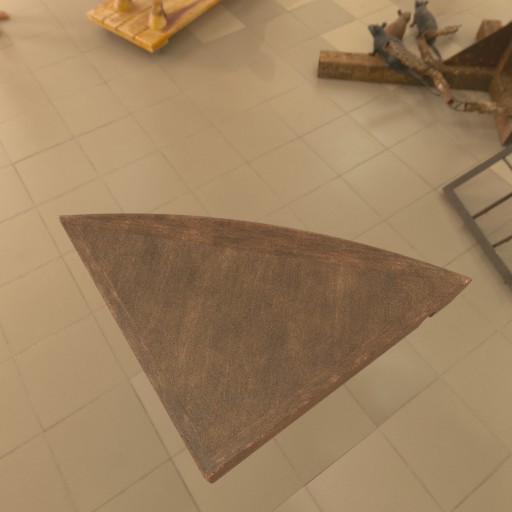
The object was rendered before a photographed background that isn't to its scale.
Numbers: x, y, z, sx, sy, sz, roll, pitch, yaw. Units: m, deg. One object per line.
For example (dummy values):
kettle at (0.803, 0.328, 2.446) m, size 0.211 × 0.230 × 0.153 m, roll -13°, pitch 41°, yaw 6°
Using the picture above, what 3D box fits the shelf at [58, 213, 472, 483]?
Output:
shelf at (0.000, 0.000, 0.472) m, size 0.310 × 0.050 × 0.310 m, roll -31°, pitch 63°, yaw -17°
